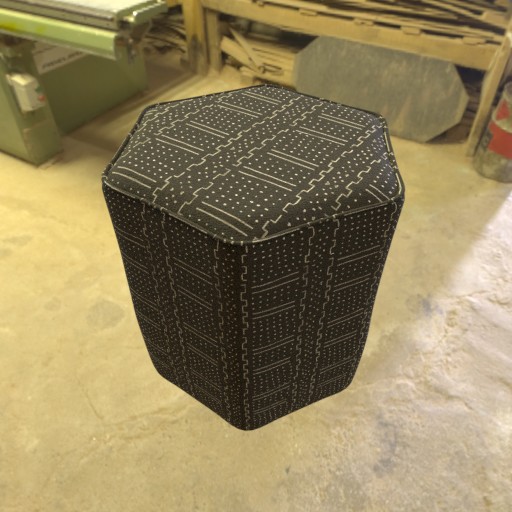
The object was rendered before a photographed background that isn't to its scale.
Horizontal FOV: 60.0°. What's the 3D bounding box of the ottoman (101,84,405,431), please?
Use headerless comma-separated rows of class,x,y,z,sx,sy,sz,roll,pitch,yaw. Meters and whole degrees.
ottoman,0.000,0.000,0.864,0.494,0.502,0.443,26,49,25
